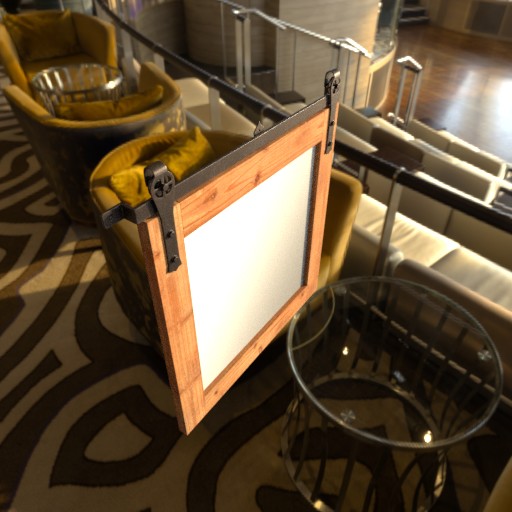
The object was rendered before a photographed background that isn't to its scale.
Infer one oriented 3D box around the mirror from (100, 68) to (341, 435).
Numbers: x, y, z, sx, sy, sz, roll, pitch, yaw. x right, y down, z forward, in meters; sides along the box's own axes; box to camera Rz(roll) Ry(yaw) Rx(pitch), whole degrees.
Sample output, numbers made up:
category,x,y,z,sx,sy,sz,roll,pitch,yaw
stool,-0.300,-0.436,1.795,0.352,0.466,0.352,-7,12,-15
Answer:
category,x,y,z,sx,sy,sz,roll,pitch,yaw
mirror,0.000,0.000,1.185,0.054,0.800,0.805,24,45,27
